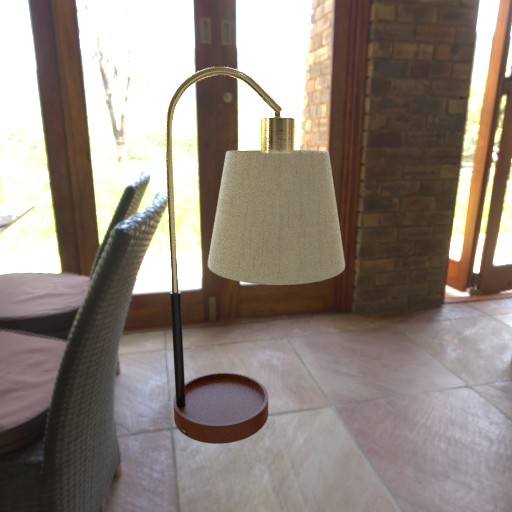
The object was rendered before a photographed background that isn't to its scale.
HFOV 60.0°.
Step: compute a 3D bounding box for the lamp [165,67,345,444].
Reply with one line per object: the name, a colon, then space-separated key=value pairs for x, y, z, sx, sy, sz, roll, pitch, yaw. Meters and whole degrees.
lamp: x=0.000 y=0.000 z=0.679 sx=0.273 sy=0.536 sz=0.211 roll=-3 pitch=15 yaw=-9
